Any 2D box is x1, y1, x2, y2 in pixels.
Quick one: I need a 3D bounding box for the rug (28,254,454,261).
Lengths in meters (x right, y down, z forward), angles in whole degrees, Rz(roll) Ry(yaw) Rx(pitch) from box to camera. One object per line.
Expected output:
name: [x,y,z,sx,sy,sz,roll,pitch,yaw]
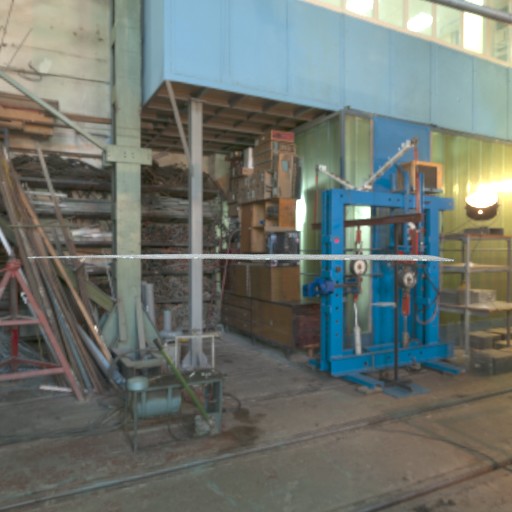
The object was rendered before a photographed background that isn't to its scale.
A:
rug: [0.000,0.000,2.800,2.135,0.013,1.524,0,1,17]
